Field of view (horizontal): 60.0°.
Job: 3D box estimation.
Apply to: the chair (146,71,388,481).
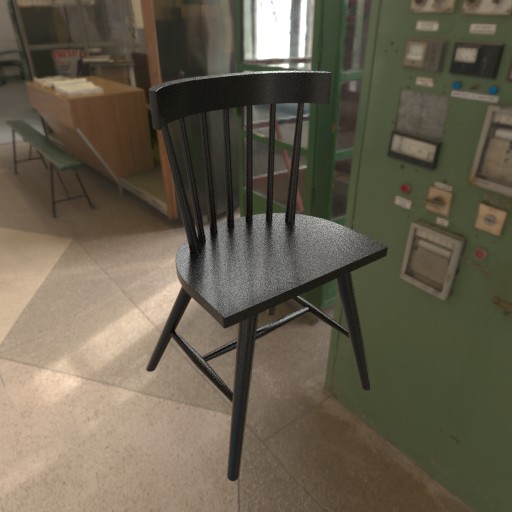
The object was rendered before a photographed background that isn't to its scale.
[{"bbox_3d":[0.000,0.000,1.139,0.506,0.844,0.483,-20,35,-32],"label":"chair"}]
